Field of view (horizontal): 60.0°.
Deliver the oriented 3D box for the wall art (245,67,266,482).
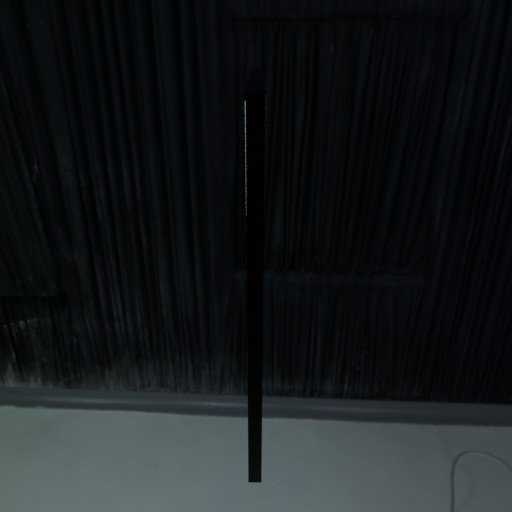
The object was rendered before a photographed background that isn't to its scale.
[{"bbox_3d":[0.000,0.000,1.408,0.040,1.062,0.805,0,26,0],"label":"wall art"}]
